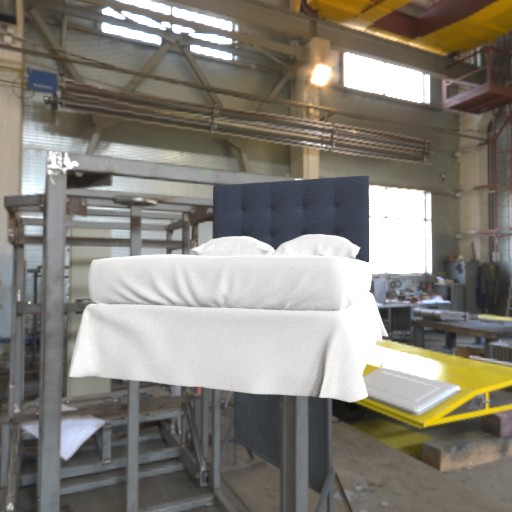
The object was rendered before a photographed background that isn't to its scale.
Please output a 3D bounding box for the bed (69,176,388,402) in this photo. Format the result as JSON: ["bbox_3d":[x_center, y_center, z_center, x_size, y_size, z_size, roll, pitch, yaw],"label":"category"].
[{"bbox_3d":[0.000,0.000,3.545,1.936,1.577,2.222,-1,-2,19],"label":"bed"}]
